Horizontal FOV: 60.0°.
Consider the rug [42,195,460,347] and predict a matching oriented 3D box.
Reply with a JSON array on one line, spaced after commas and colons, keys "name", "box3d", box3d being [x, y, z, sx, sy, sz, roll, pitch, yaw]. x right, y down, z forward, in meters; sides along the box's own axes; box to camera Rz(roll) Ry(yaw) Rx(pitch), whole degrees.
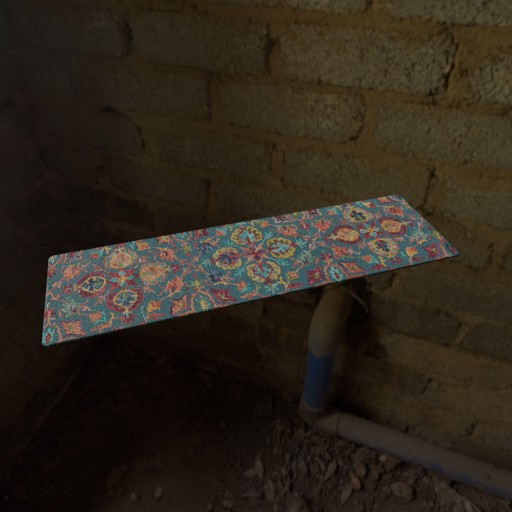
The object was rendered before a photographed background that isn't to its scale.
[{"name": "rug", "box3d": [0.000, 0.000, 2.563, 2.286, 0.013, 0.686, -11, 41, -13]}]
